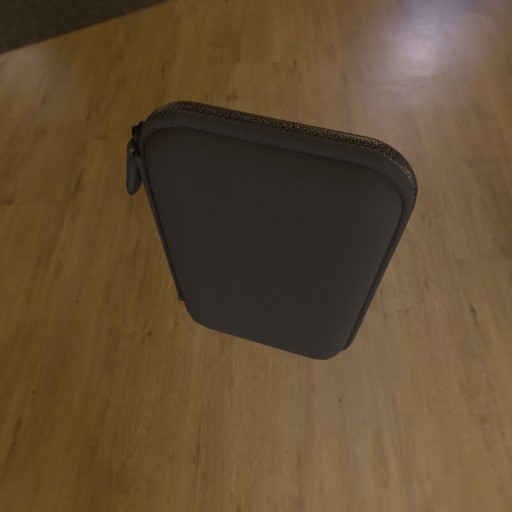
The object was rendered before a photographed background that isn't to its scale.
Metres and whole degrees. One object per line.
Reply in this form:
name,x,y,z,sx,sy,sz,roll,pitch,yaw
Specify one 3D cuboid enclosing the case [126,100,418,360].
case,0.000,0.000,0.195,0.107,0.147,0.030,14,57,10
